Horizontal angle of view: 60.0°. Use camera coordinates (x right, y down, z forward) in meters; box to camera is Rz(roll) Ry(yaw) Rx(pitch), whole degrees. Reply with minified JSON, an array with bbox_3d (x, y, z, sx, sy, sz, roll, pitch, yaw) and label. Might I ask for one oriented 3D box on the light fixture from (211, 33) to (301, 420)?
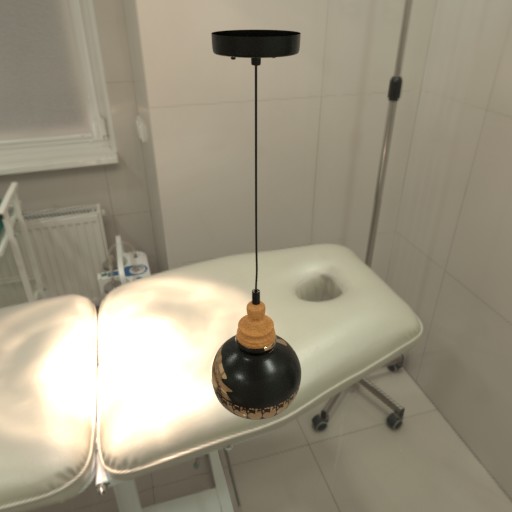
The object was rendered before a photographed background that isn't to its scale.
[{"bbox_3d":[0.000,0.000,1.782,0.430,1.606,0.430,-9,32,-15],"label":"light fixture"}]
